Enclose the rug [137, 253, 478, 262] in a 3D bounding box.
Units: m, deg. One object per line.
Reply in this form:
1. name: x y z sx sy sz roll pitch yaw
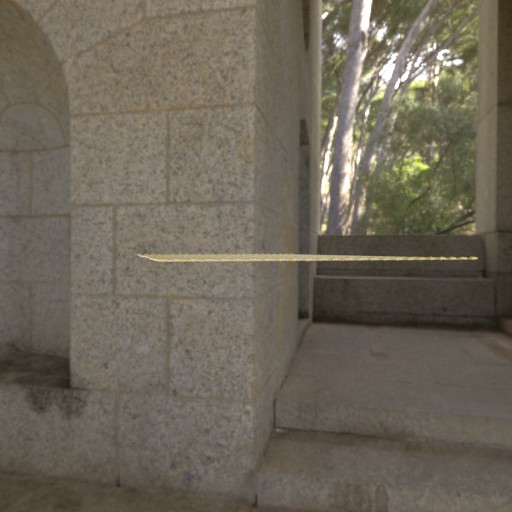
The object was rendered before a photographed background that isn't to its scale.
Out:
1. rug: 0.000 0.000 2.363 1.162 0.013 1.875 0 1 -17
